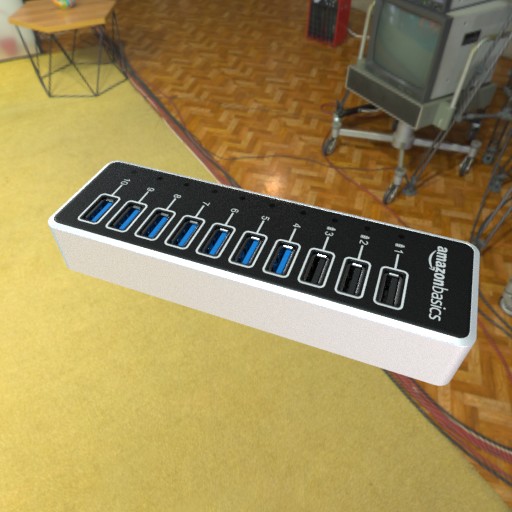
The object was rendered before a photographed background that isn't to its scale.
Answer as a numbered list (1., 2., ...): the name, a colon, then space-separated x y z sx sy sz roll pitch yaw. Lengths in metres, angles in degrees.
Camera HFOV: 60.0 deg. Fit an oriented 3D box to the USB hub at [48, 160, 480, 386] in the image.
1. USB hub: 0.000 0.000 0.160 0.145 0.023 0.044 15 48 14
